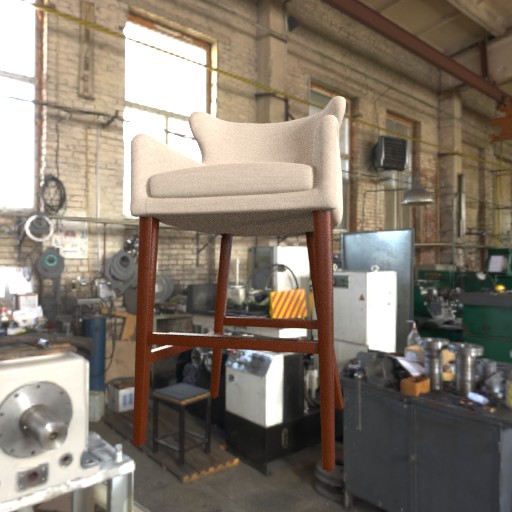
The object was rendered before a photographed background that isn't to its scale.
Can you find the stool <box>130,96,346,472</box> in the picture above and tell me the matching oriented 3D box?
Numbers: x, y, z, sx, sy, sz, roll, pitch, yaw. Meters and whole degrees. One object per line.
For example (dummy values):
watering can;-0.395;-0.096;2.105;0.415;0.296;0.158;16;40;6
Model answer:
stool;0.000;0.000;1.372;0.556;1.034;0.563;0;-1;17
